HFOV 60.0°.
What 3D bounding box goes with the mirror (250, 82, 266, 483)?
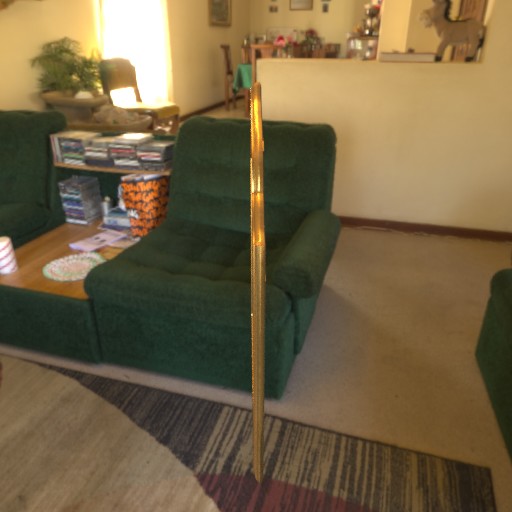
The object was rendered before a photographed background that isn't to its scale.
[{"bbox_3d":[0.000,0.000,0.867,0.018,0.635,0.513,0,26,-1],"label":"mirror"}]
